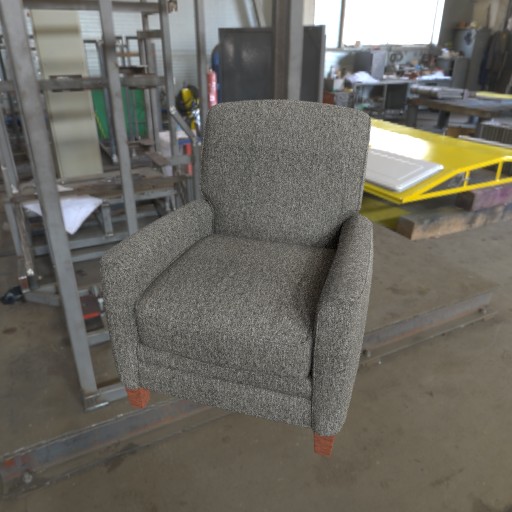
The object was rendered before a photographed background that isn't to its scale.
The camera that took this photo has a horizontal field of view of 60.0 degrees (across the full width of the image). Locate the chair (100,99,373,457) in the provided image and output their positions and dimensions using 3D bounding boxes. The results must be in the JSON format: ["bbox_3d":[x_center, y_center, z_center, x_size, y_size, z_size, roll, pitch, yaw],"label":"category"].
[{"bbox_3d":[0.000,0.000,1.650,0.848,1.014,0.864,8,27,16],"label":"chair"}]
